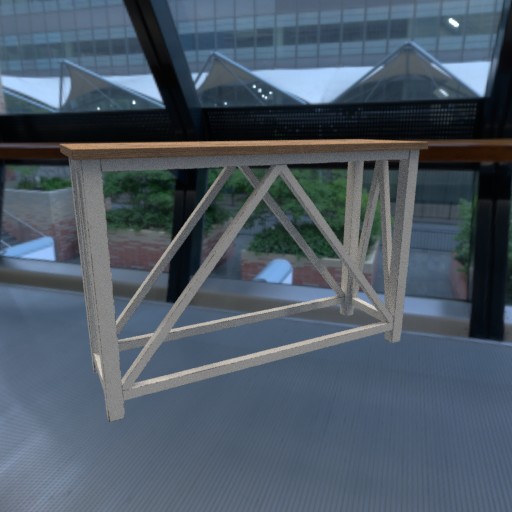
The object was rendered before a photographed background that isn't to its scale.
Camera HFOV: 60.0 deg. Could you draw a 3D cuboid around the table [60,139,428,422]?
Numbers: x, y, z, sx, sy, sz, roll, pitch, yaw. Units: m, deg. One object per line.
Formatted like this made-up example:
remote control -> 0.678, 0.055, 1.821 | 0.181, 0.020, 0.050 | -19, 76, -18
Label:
table -> 0.000, 0.000, 1.880 | 1.400, 0.930, 0.450 | -8, 18, -26
